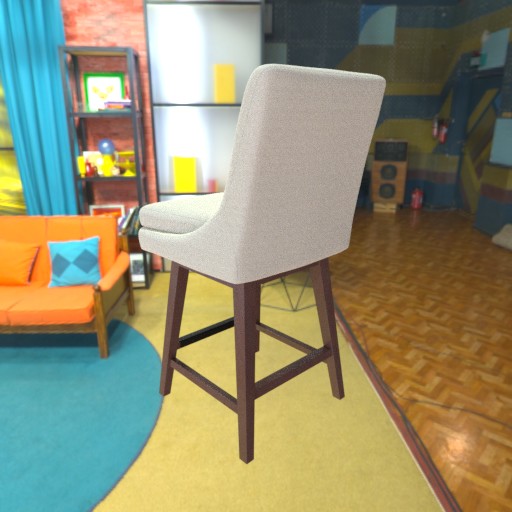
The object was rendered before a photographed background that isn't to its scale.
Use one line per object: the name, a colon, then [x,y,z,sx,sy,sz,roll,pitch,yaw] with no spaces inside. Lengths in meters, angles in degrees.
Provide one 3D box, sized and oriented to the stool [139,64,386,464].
stool: [0.000,0.000,1.314,0.483,0.991,0.559,-16,23,-41]
